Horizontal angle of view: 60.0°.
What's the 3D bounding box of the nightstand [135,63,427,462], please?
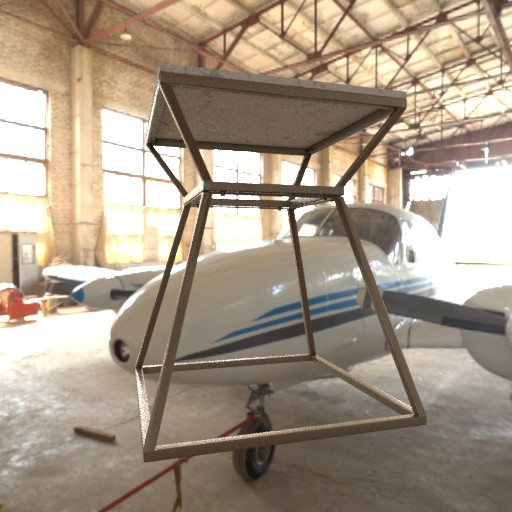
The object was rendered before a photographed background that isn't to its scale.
[{"bbox_3d":[0.000,0.000,0.881,0.455,0.554,0.455,0,1,-17],"label":"nightstand"}]
